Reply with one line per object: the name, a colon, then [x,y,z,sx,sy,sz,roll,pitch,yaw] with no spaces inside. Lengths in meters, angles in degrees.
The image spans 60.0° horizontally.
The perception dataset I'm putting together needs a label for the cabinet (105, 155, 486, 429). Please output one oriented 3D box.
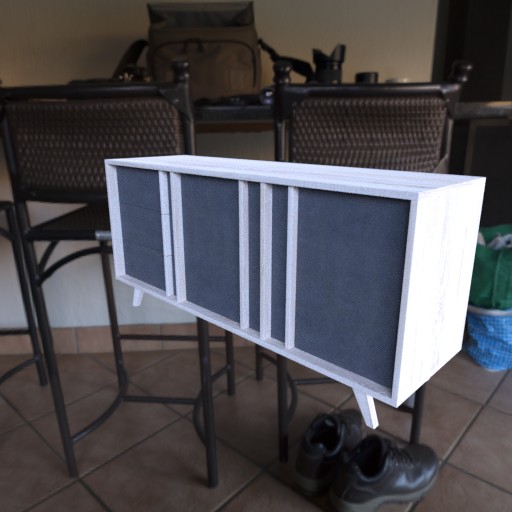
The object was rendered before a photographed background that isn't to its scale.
cabinet: [0.000,0.000,1.965,1.650,0.780,0.500,15,22,42]
